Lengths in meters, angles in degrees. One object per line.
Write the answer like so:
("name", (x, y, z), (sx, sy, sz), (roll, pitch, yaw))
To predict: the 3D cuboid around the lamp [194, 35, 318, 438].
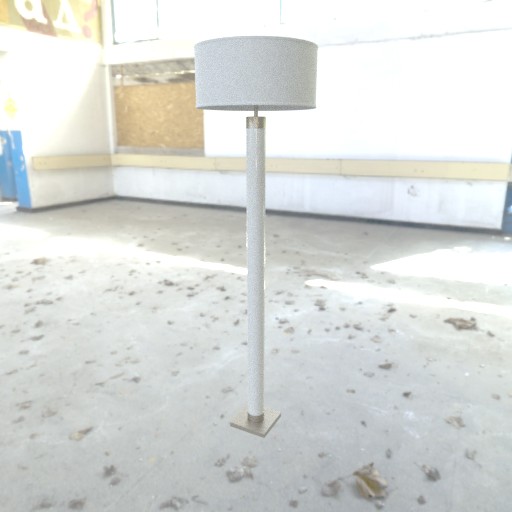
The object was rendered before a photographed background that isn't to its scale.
("lamp", (0.000, 0.000, 1.696), (0.420, 1.475, 0.420), (8, 18, 27))
